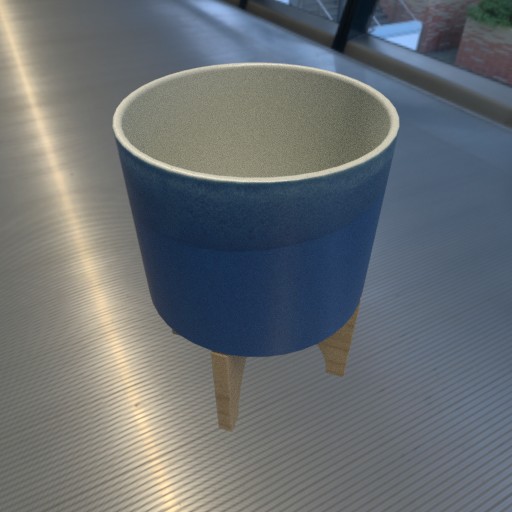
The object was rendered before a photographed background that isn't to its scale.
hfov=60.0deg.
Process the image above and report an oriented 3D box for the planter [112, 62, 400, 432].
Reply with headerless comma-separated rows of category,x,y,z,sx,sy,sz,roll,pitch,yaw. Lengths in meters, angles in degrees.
planter,0.000,0.000,0.534,0.261,0.367,0.261,0,41,0
